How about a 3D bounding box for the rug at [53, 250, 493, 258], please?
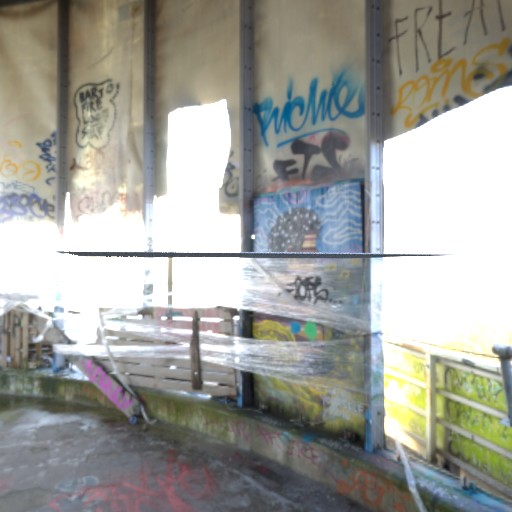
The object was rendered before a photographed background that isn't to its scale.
[{"bbox_3d":[0.000,0.000,2.115,1.634,0.003,1.190,0,-1,-17],"label":"rug"}]
